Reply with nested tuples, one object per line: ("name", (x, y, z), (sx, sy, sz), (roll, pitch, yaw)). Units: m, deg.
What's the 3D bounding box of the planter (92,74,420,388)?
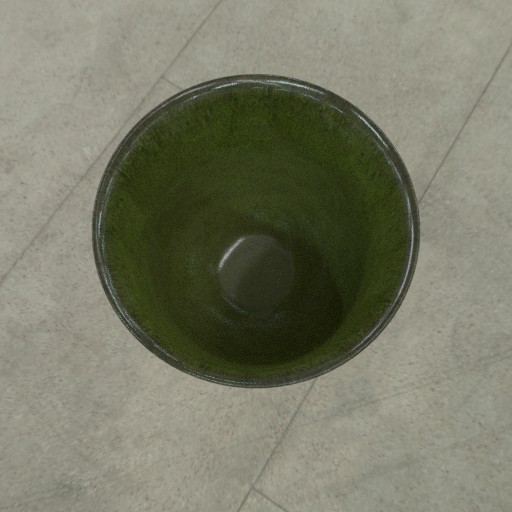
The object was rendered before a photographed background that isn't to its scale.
("planter", (0.000, 0.000, 0.489), (0.266, 0.270, 0.266), (0, 77, 0))
